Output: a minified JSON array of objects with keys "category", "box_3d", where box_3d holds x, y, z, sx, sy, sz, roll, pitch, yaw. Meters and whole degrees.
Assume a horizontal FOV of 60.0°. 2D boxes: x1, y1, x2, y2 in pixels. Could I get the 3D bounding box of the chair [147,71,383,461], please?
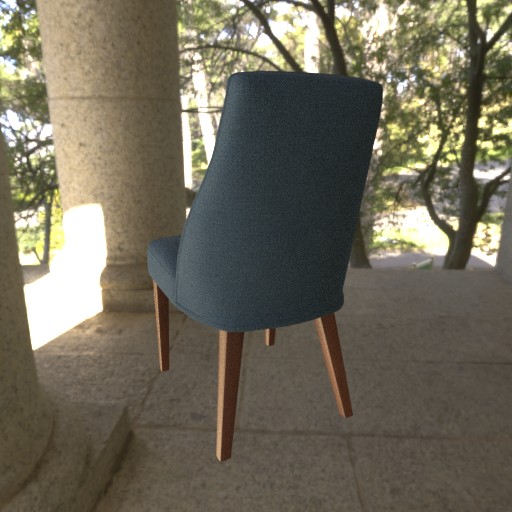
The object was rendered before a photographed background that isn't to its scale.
[{"category":"chair","box_3d":[0.000,0.000,1.283,0.500,0.930,0.620,-8,17,-26]}]
